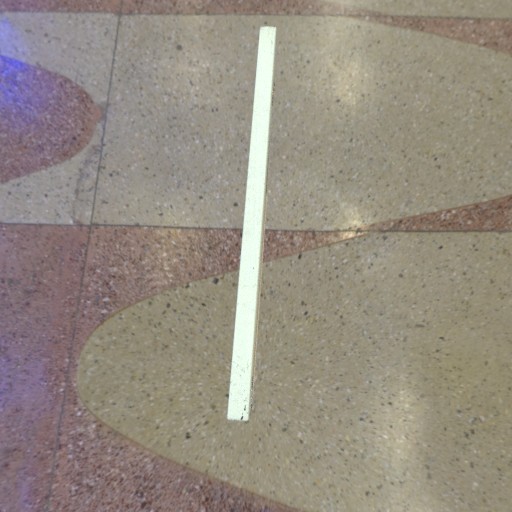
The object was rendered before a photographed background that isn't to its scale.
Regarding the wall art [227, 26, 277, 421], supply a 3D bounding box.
[{"bbox_3d":[0.000,0.000,1.164,0.038,0.762,0.762,4,74,1],"label":"wall art"}]
